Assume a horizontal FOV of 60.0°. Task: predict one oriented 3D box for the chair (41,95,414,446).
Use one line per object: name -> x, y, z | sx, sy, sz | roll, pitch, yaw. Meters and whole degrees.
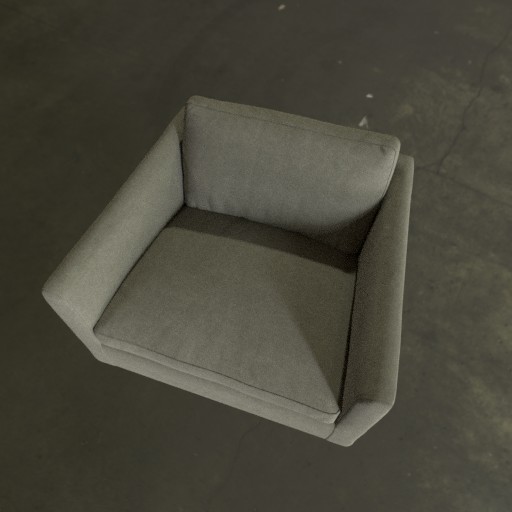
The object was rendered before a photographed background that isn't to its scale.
chair -> 0.000, 0.000, 1.850 | 1.190, 0.845, 1.091 | 16, 58, 10
